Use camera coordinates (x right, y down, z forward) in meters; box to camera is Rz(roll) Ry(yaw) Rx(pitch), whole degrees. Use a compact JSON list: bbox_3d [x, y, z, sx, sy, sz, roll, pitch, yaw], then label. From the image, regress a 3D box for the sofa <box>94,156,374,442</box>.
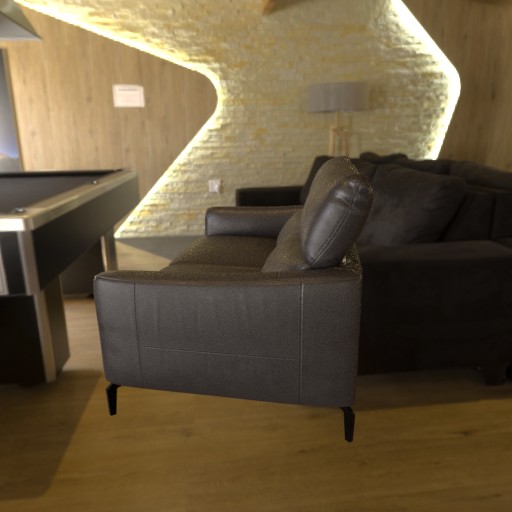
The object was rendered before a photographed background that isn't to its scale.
[{"bbox_3d":[0.000,0.000,2.193,0.958,0.920,1.596,2,15,9],"label":"sofa"}]
